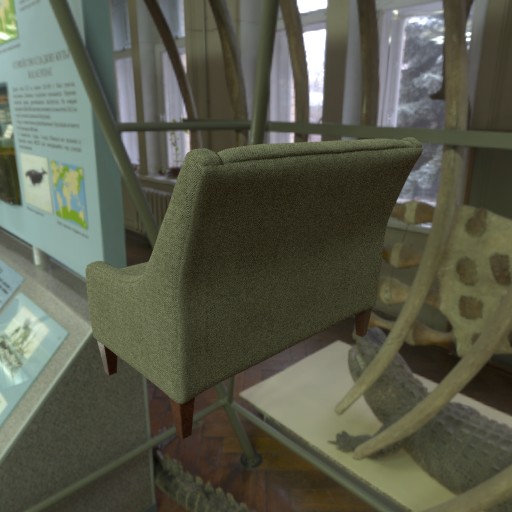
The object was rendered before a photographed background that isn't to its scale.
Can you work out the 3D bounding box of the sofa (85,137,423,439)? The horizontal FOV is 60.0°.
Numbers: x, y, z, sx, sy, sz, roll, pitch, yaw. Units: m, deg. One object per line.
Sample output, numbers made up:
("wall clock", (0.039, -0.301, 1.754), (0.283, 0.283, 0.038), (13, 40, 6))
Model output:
("sofa", (0.000, 0.000, 1.979), (1.242, 1.021, 0.870), (-16, 23, -41))
